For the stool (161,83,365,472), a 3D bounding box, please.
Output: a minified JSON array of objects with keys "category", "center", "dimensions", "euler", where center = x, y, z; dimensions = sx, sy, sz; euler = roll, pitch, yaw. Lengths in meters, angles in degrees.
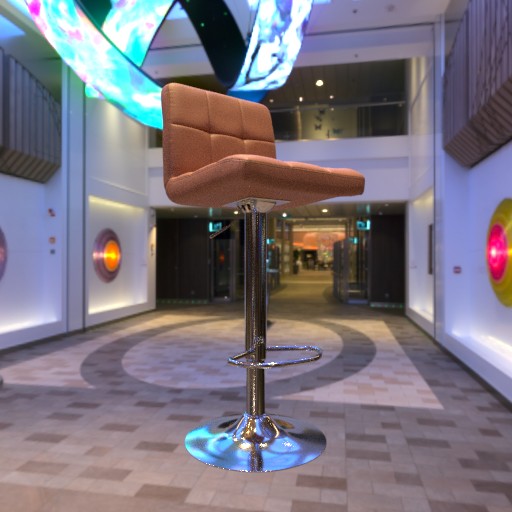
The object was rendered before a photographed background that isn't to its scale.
[{"category":"stool","center":[0.000,0.000,1.343],"dimensions":[0.430,1.115,0.505],"euler":[0,0,-35]}]
